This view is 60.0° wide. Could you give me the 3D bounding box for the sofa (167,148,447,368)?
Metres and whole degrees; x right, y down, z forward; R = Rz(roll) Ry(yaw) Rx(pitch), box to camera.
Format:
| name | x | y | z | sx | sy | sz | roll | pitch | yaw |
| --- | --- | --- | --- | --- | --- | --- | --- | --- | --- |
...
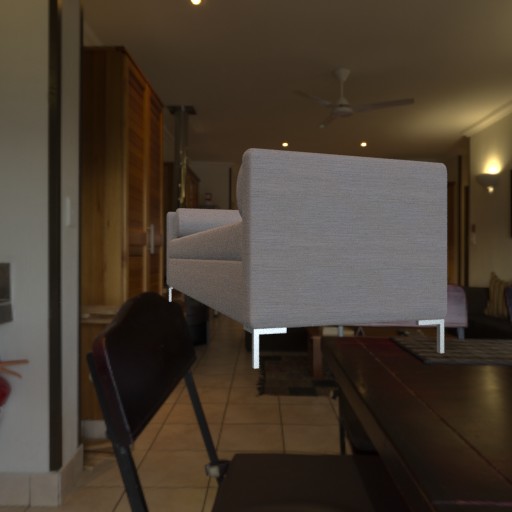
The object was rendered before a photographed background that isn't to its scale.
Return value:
| name | x | y | z | sx | sy | sz | roll | pitch | yaw |
| --- | --- | --- | --- | --- | --- | --- | --- | --- | --- |
| sofa | 0.000 | 0.000 | 2.281 | 0.686 | 0.635 | 1.981 | 0 | 0 | -18 |
